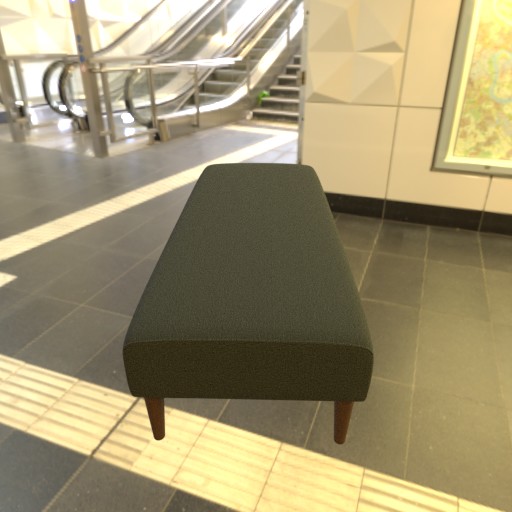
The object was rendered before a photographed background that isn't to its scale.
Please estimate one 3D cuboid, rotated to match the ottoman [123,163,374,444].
[{"bbox_3d":[0.000,0.000,1.840,0.646,0.393,1.609,1,27,1],"label":"ottoman"}]
